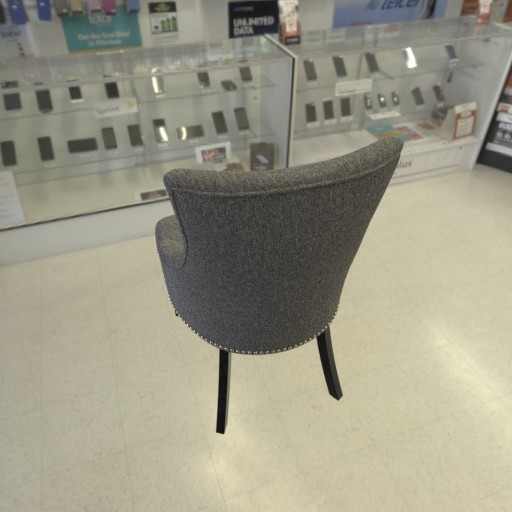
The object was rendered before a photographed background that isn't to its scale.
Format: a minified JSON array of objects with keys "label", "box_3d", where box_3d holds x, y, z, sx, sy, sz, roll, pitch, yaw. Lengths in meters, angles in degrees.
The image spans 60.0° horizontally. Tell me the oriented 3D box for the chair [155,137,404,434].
[{"label":"chair","box_3d":[0.000,0.000,1.340,0.566,0.909,0.629,-11,42,-13]}]
